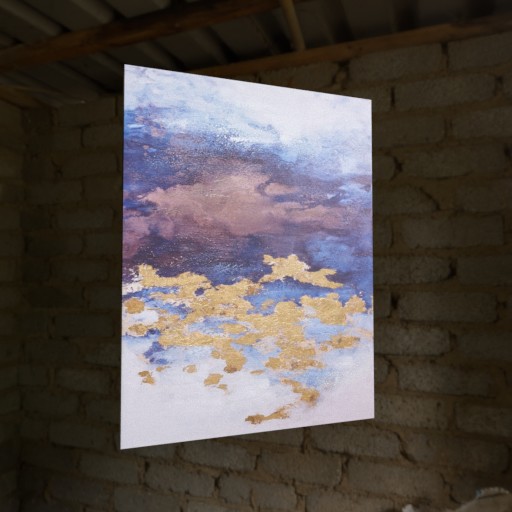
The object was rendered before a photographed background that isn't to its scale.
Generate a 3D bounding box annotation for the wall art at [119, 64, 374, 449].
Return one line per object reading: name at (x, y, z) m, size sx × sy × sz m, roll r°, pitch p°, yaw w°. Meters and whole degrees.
wall art at (0.000, 0.000, 0.754) m, size 0.437 × 0.581 × 0.036 m, roll 1°, pitch -2°, yaw -19°
